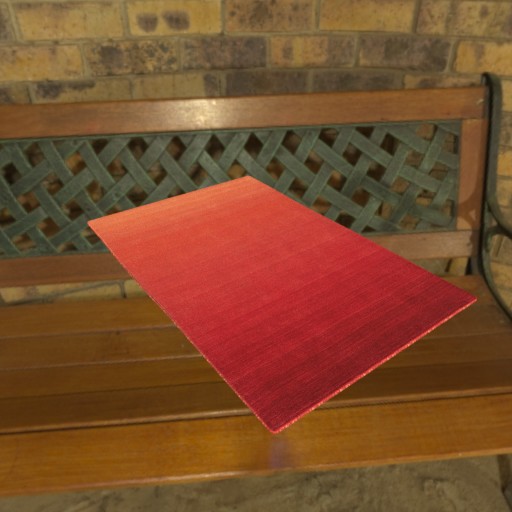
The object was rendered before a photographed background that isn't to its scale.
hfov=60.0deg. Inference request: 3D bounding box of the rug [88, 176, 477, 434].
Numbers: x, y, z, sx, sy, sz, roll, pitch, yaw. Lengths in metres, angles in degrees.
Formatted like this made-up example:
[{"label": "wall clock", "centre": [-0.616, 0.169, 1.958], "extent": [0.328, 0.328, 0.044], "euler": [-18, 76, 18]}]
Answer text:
[{"label": "rug", "centre": [0.000, 0.000, 2.386], "extent": [1.230, 0.018, 1.835], "euler": [-22, 39, -30]}]
